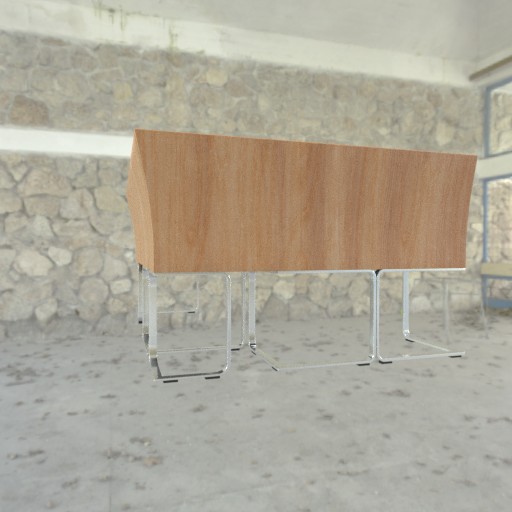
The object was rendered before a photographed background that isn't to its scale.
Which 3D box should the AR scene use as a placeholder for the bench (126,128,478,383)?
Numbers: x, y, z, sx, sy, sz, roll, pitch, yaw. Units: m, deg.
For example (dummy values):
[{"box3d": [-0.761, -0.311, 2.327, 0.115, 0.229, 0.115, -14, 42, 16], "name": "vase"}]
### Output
[{"box3d": [0.000, 0.000, 2.713, 1.495, 0.930, 1.945, 0, 1, -17], "name": "bench"}]
